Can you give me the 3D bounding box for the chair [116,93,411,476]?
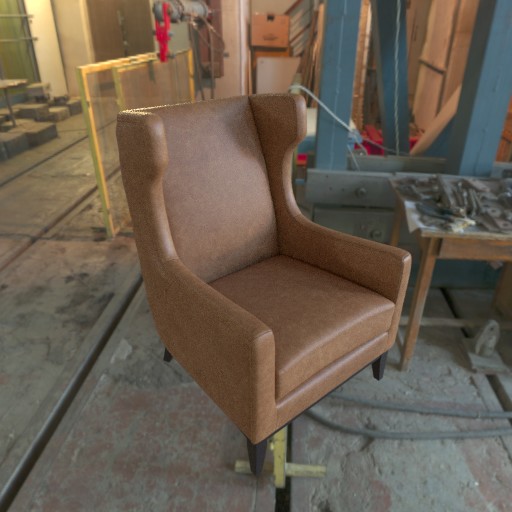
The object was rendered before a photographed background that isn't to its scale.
[{"bbox_3d":[0.000,0.000,1.684,0.766,1.079,0.899,-22,35,-35],"label":"chair"}]
